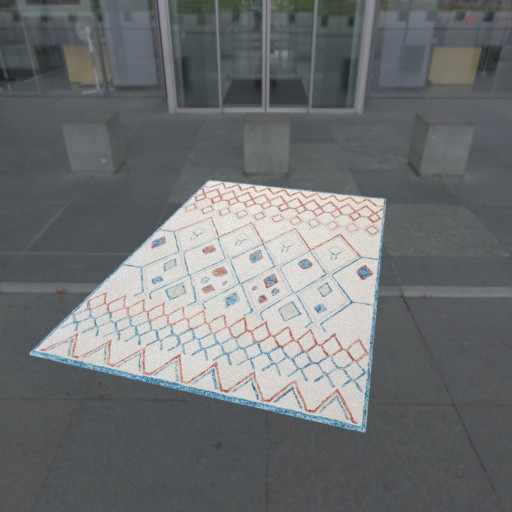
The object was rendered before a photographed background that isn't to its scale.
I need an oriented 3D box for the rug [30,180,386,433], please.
[{"bbox_3d":[0.000,0.000,2.246,1.219,0.016,1.829,8,32,14],"label":"rug"}]
